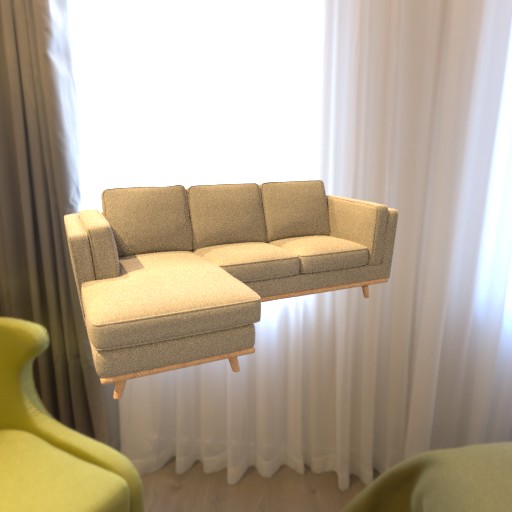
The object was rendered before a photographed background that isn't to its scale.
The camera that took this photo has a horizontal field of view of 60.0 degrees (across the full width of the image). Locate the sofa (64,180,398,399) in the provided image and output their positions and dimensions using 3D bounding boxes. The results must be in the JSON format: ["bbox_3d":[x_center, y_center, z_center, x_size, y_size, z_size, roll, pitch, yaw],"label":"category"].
[{"bbox_3d":[0.000,0.000,3.133,2.411,0.929,1.604,-7,16,-24],"label":"sofa"}]
